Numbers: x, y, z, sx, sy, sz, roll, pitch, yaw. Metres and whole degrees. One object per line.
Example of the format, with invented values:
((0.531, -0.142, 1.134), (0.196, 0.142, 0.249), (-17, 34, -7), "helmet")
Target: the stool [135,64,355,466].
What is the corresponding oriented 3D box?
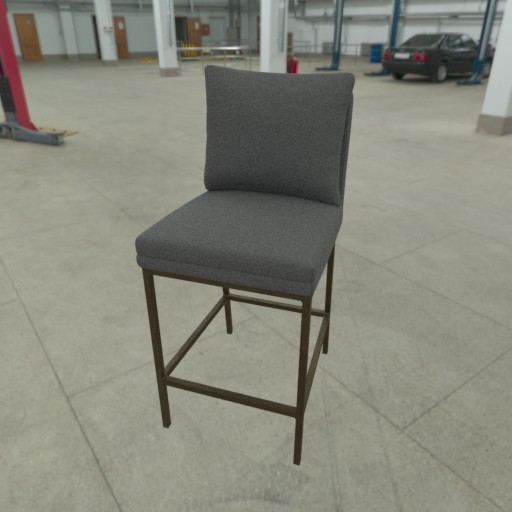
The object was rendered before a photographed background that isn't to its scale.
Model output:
((0.000, 0.000, 1.335), (0.463, 1.030, 0.569), (9, 28, 16), "stool")
